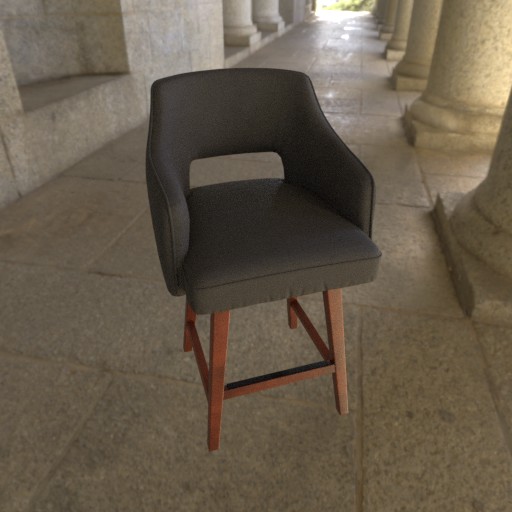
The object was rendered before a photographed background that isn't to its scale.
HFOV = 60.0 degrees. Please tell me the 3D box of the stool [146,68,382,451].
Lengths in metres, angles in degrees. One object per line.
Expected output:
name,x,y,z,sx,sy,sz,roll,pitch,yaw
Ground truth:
stool,0.000,0.000,1.255,0.548,0.912,0.558,-9,33,-15
